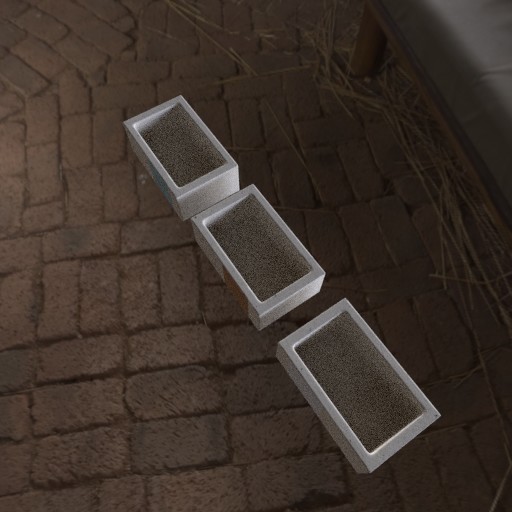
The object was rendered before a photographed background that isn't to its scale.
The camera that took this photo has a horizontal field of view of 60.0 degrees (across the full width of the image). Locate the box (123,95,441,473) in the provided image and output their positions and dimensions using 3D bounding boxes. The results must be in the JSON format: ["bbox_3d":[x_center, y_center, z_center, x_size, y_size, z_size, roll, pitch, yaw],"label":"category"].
[{"bbox_3d":[0.000,0.000,0.486,0.082,0.051,0.461,-31,68,-14],"label":"box"}]
